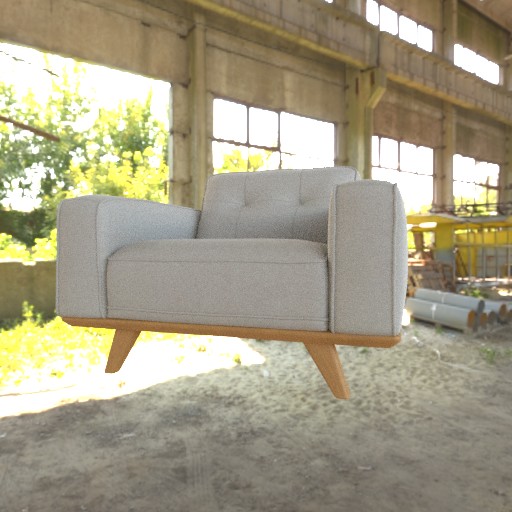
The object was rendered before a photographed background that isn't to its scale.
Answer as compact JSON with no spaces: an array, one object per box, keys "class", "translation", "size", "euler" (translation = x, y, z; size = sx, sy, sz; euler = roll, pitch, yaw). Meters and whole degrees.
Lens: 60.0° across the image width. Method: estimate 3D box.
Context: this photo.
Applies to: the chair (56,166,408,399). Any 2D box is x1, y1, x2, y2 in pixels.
[{"class":"chair","translation":[0.000,0.000,1.722],"size":[1.115,0.779,0.953],"euler":[0,1,19]}]
